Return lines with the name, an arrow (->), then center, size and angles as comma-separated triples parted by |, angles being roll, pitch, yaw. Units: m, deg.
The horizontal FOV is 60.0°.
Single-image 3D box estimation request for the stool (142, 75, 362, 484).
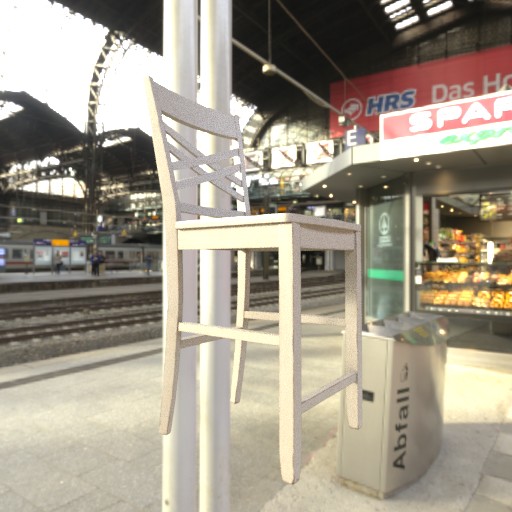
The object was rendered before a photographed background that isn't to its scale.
stool -> 0.000, 0.000, 1.371 | 0.539, 1.079, 0.462 | 0, 0, 34
